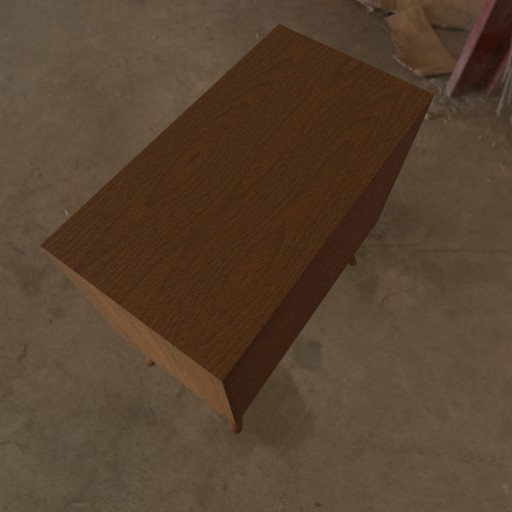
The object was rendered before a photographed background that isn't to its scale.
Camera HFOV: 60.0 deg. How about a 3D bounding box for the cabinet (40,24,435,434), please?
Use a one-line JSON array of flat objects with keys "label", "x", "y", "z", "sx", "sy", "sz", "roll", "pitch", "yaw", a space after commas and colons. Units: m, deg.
[{"label": "cabinet", "x": 0.000, "y": 0.000, "z": 1.151, "sx": 0.388, "sy": 0.748, "sz": 0.712, "roll": 32, "pitch": 67, "yaw": 16}]
